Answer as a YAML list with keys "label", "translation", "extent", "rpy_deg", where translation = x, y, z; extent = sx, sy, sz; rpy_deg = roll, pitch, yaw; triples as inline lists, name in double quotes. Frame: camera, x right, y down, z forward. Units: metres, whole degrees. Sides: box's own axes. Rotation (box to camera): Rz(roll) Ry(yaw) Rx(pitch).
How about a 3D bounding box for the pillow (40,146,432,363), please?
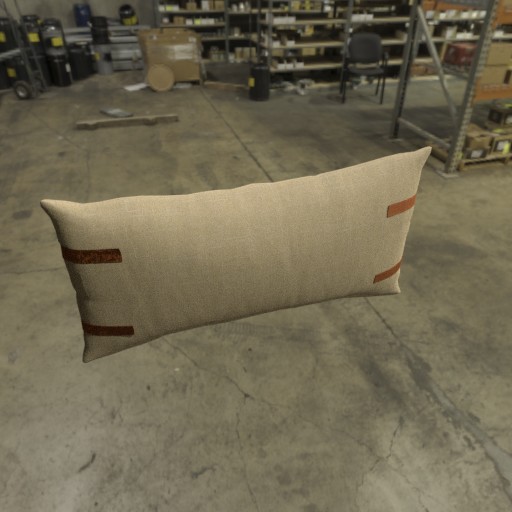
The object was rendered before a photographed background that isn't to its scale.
- label: "pillow"
  translation: [0.000, 0.000, 0.736]
  extent: [0.612, 0.308, 0.148]
  rpy_deg: [-10, 36, -14]
